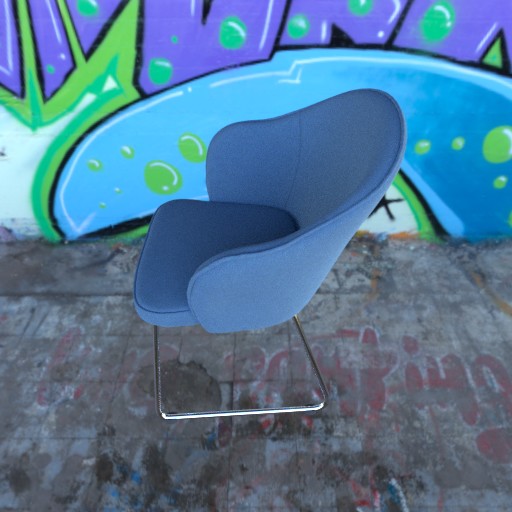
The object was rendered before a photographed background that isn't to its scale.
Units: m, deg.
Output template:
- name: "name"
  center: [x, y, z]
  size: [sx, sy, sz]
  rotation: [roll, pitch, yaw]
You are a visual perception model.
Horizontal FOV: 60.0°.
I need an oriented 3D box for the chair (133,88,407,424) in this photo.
- name: "chair"
  center: [0.000, 0.000, 1.158]
  size: [0.585, 0.815, 0.570]
  rotation: [-1, 41, -1]
